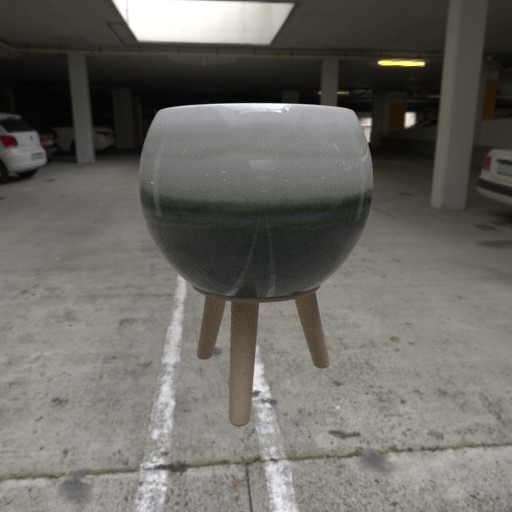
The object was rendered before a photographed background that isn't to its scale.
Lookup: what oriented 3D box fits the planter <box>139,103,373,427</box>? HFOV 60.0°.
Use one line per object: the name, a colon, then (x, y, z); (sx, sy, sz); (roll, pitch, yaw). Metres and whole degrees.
planter: (0.000, 0.000, 0.450); (0.222, 0.278, 0.222); (0, 14, 0)
